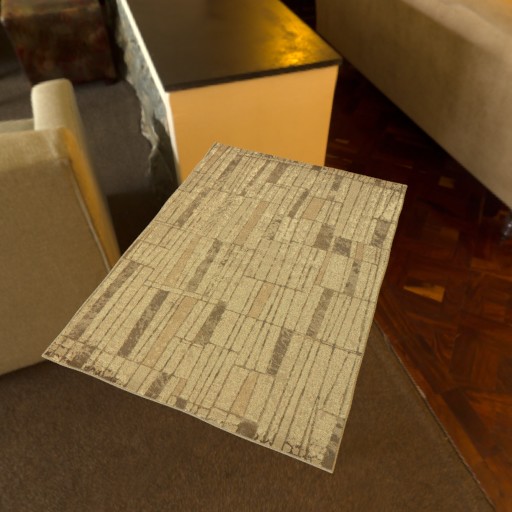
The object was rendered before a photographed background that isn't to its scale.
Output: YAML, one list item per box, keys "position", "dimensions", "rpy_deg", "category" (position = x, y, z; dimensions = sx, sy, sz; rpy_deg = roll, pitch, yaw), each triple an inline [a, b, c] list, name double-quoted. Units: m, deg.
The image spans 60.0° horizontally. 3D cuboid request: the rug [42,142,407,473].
- position: [0.000, 0.000, 4.364]
  dimensions: [2.449, 0.019, 3.357]
  rpy_deg: [16, 49, 14]
  category: "rug"
